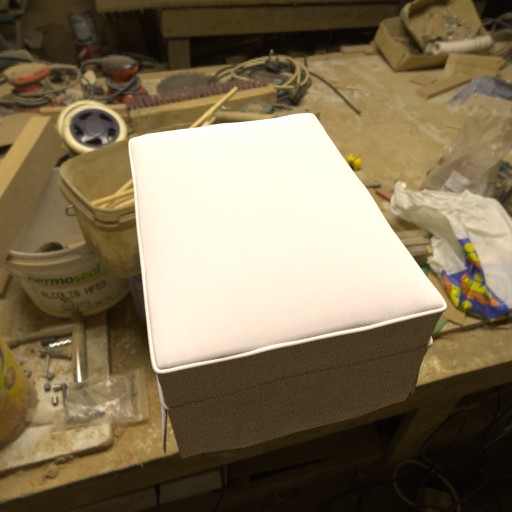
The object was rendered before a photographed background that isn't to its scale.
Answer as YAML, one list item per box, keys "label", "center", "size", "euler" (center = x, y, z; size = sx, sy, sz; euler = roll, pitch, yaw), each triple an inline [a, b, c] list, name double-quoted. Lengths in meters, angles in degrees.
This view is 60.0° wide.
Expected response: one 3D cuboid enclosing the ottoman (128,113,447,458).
- label: "ottoman"
  center: [0.000, 0.000, 1.338]
  size: [0.703, 0.479, 0.944]
  euler: [-10, 46, -10]
